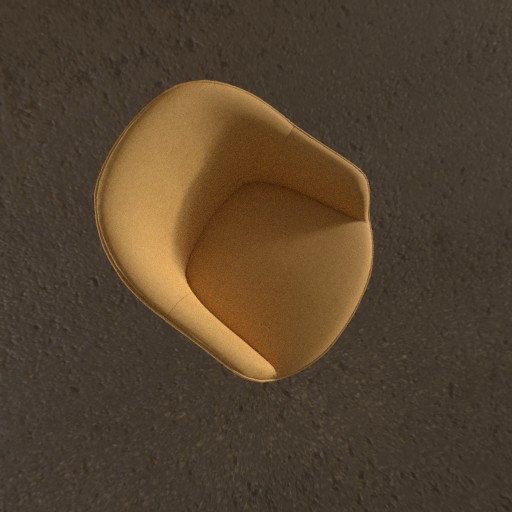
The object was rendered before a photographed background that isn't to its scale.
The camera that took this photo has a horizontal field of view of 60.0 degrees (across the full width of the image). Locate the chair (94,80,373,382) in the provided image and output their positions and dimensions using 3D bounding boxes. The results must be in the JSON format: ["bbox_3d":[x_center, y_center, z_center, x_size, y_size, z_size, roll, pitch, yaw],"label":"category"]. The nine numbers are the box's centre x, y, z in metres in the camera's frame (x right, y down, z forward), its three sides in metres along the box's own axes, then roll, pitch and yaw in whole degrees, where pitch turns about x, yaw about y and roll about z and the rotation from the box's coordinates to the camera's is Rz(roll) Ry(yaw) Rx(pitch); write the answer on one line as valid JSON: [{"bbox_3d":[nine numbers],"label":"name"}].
[{"bbox_3d":[0.000,0.000,1.262,0.635,0.823,0.596,31,78,7],"label":"chair"}]
